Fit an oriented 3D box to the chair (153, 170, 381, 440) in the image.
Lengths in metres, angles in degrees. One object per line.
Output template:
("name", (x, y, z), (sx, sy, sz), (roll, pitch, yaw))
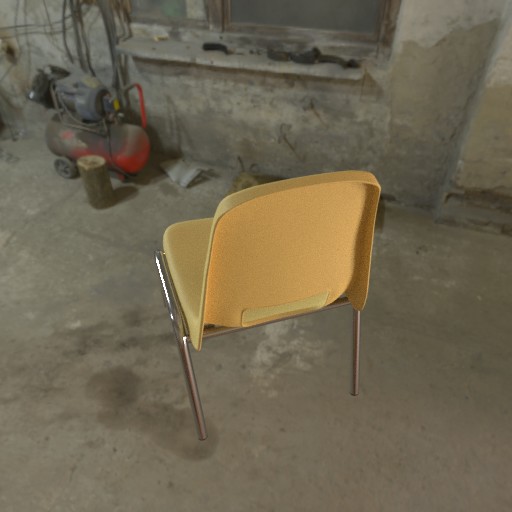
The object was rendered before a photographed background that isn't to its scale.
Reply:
("chair", (0.000, 0.000, 0.801), (0.354, 0.536, 0.385), (-12, 42, -13))
